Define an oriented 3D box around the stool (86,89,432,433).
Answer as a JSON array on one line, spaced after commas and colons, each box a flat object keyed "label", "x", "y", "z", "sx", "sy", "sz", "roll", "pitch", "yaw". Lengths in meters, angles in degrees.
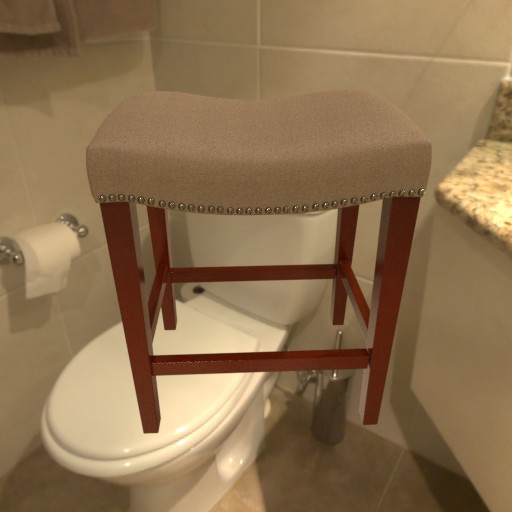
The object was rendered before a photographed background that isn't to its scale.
[{"label": "stool", "x": 0.000, "y": 0.000, "z": 0.928, "sx": 0.509, "sy": 0.632, "sz": 0.375, "roll": -1, "pitch": 31, "yaw": -2}]
